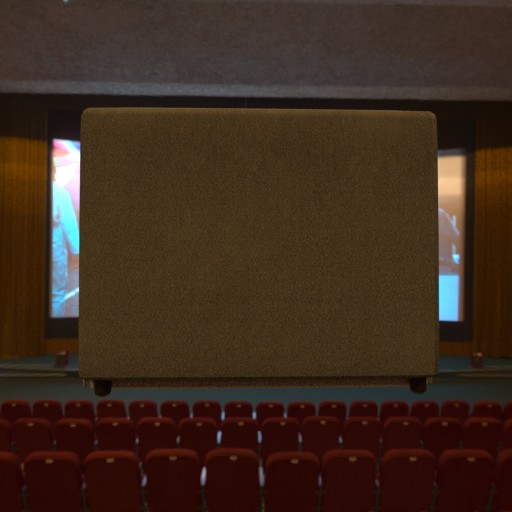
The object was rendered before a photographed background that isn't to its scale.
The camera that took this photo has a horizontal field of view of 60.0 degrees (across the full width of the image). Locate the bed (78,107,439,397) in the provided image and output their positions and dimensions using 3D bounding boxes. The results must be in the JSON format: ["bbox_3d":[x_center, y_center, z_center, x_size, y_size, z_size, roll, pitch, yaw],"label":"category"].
[{"bbox_3d":[0.000,0.000,3.069,1.713,1.330,2.142,0,-1,-2],"label":"bed"}]
